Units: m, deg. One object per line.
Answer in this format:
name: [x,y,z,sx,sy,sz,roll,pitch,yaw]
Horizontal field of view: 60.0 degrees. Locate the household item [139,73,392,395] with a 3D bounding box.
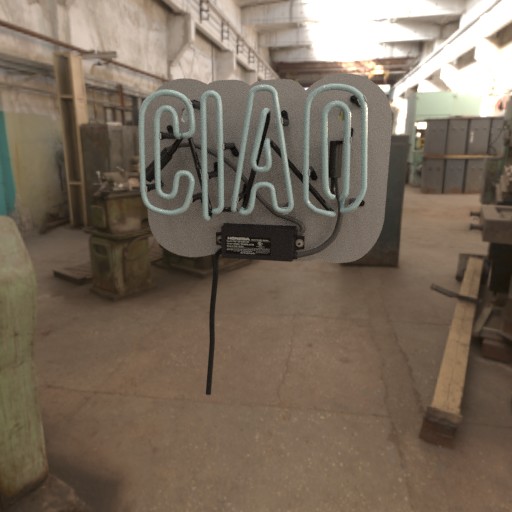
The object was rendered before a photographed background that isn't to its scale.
household item: [0.000,0.000,0.382,0.211,0.294,0.042,3,15,12]
